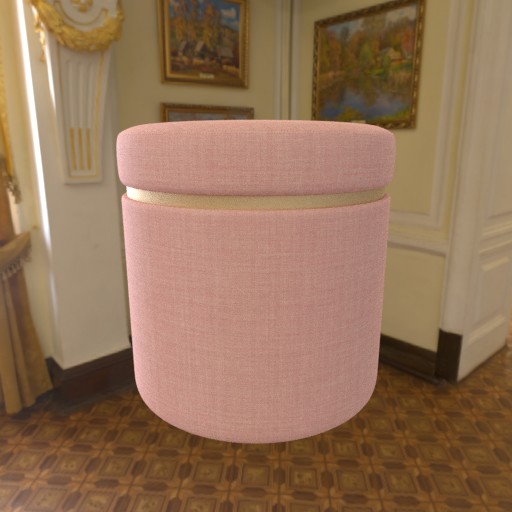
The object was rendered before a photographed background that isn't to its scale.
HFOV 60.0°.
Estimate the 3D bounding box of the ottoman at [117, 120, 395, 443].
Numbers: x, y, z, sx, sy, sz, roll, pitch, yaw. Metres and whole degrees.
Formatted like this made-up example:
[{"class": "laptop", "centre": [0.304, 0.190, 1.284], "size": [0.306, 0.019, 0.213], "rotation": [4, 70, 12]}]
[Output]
[{"class": "ottoman", "centre": [0.000, 0.000, 0.705], "size": [0.400, 0.406, 0.400], "rotation": [0, 14, 0]}]
